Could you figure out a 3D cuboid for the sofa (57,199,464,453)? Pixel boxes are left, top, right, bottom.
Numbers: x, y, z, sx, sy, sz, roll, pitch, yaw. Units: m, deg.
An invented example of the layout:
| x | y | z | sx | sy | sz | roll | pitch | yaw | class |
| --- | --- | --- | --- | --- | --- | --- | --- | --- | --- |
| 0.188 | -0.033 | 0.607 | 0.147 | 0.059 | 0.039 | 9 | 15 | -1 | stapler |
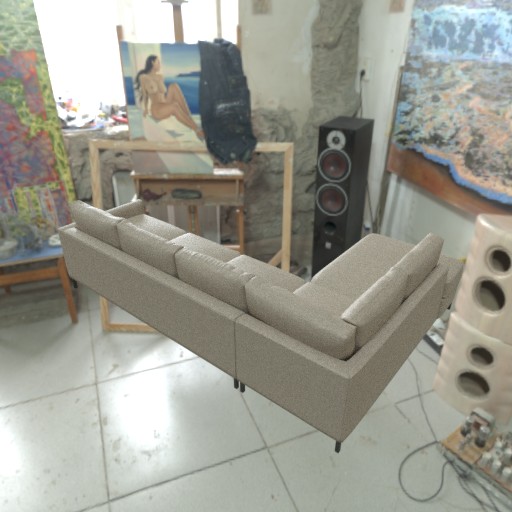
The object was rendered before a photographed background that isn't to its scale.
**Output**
| x | y | z | sx | sy | sz | roll | pitch | yaw | class |
| --- | --- | --- | --- | --- | --- | --- | --- | --- | --- |
| 0.000 | 0.000 | 3.168 | 2.423 | 0.703 | 1.617 | 22 | 36 | 33 | sofa |
